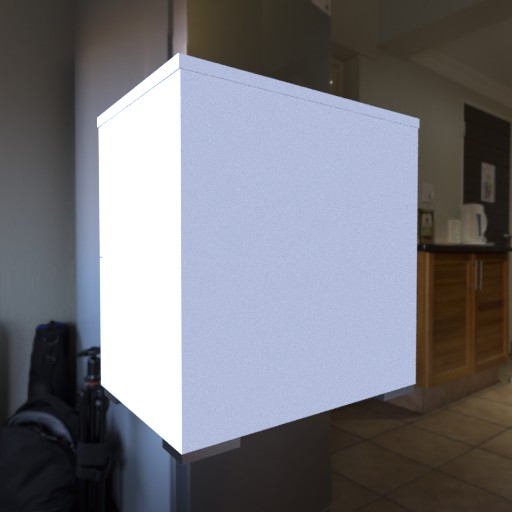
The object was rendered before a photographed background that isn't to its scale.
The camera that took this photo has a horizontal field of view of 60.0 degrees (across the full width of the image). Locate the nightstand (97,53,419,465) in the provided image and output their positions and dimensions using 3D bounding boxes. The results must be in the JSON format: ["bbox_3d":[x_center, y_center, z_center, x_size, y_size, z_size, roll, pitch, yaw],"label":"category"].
[{"bbox_3d":[0.000,0.000,0.754,0.441,0.460,0.325,-1,2,-36],"label":"nightstand"}]
